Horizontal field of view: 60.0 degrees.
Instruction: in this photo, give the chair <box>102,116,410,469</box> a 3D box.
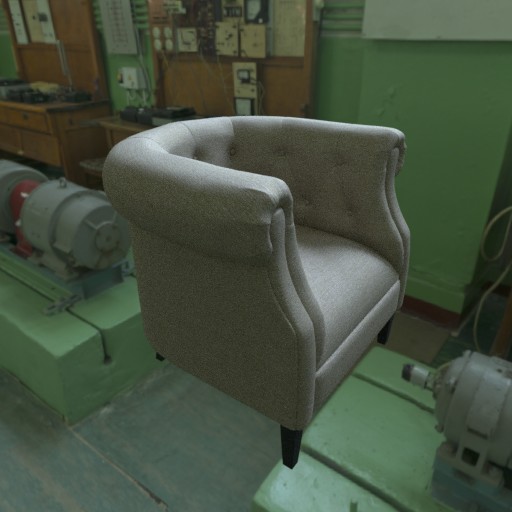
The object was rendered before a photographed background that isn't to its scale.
[{"bbox_3d":[0.000,0.000,1.527,0.852,0.827,0.905,18,32,32],"label":"chair"}]
